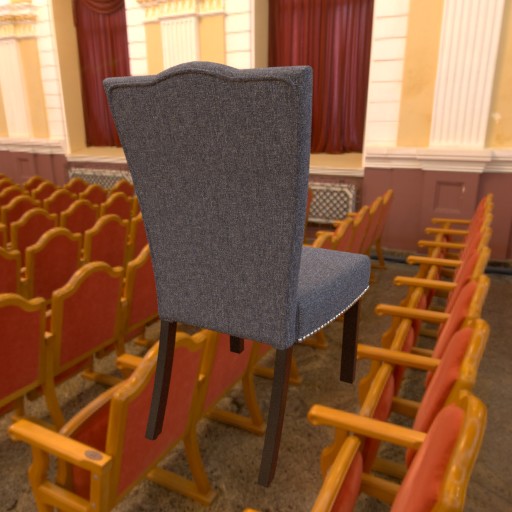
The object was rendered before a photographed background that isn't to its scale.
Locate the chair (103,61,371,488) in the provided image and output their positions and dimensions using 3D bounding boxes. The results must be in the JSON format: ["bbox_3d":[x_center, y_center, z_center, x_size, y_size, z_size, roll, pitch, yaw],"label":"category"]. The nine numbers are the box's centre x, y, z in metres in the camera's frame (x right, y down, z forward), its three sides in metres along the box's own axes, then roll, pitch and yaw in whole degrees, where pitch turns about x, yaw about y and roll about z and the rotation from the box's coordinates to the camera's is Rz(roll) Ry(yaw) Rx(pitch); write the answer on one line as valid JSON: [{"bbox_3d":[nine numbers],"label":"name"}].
[{"bbox_3d":[0.000,0.000,1.237,0.518,0.946,0.589,9,19,27],"label":"chair"}]
